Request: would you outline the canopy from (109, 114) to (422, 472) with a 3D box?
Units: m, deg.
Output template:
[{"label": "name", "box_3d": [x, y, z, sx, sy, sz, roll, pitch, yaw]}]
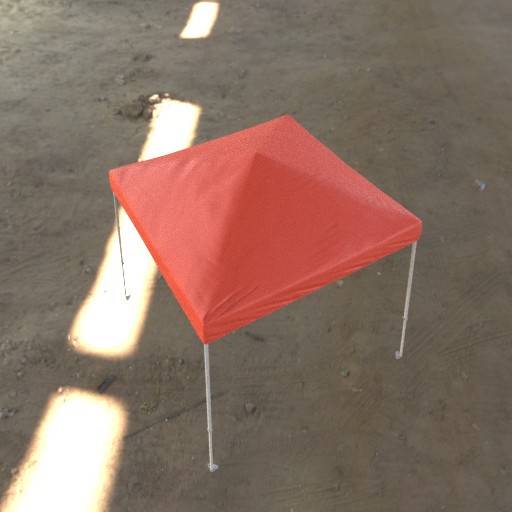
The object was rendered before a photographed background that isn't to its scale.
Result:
[{"label": "canopy", "box_3d": [0.000, 0.000, 5.211, 2.850, 2.850, 2.849, -23, 51, -20]}]
